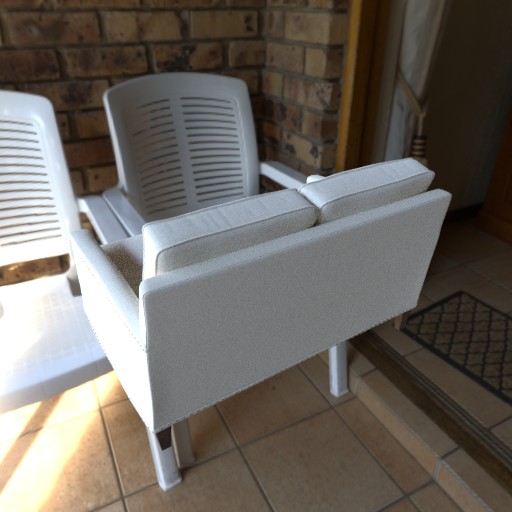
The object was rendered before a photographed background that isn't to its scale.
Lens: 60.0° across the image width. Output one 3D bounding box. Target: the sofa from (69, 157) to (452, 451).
[{"bbox_3d":[0.000,0.000,2.261,1.597,1.003,1.084,-18,34,-28],"label":"sofa"}]
